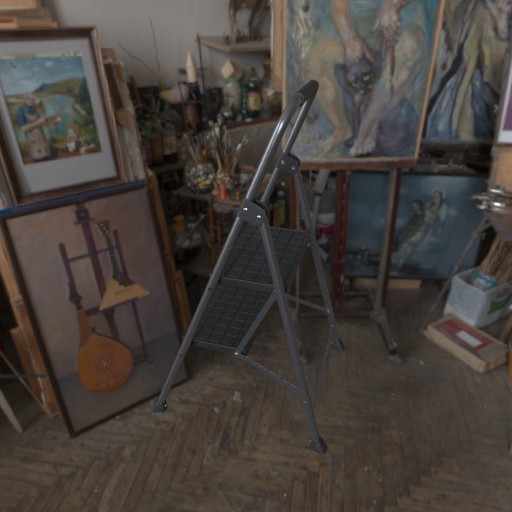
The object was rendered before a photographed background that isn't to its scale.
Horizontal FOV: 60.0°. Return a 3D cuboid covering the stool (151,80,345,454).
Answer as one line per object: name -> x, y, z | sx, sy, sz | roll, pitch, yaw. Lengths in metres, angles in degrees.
stool -> 0.000, 0.000, 1.187 | 0.514, 0.872, 0.450 | 8, 31, 14
